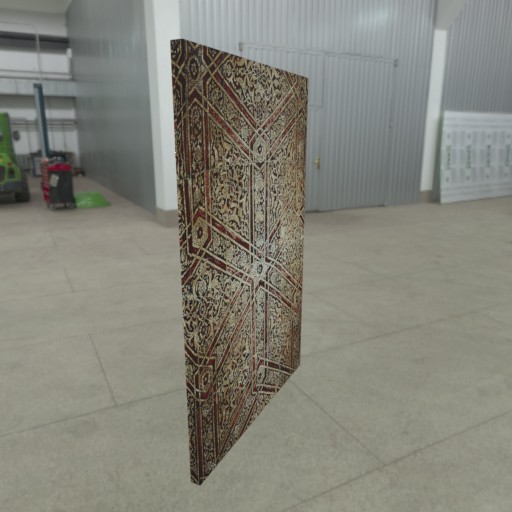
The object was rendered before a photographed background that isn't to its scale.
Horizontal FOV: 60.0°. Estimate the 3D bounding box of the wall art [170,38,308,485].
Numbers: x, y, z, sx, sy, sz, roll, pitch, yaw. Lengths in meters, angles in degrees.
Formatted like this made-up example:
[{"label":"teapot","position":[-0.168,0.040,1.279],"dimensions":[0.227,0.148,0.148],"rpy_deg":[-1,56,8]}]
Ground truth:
[{"label":"wall art","position":[0.000,0.000,1.125],"dimensions":[0.030,0.904,0.599],"rpy_deg":[8,17,26]}]
